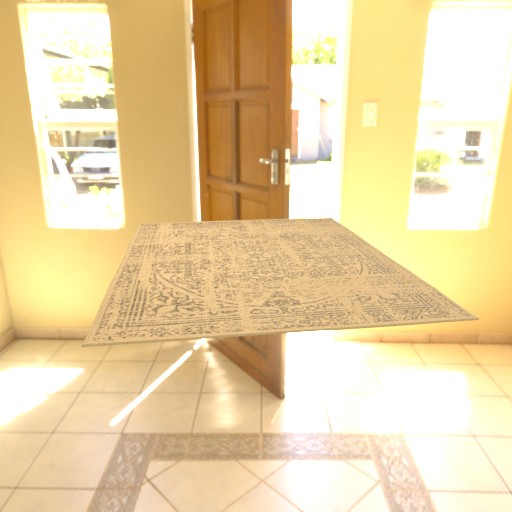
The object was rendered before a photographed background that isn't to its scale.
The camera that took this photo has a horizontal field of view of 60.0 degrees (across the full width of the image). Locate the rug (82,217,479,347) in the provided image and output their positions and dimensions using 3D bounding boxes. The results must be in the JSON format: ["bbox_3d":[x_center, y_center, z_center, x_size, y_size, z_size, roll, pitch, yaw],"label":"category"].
[{"bbox_3d":[0.000,0.000,3.887,2.311,0.032,2.921,-2,17,-8],"label":"rug"}]
